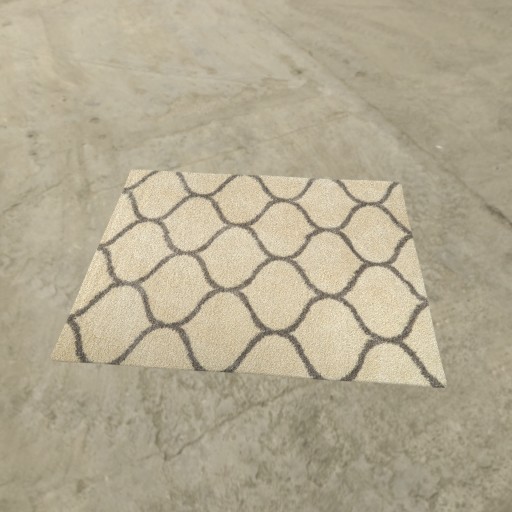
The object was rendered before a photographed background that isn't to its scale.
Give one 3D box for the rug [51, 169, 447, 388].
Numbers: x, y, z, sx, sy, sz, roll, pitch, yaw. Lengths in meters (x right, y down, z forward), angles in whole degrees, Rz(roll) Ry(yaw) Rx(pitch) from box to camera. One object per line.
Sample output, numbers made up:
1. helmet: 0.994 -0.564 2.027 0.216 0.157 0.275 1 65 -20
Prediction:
1. rug: 0.000 0.000 4.124 3.000 0.026 2.399 3 48 3
